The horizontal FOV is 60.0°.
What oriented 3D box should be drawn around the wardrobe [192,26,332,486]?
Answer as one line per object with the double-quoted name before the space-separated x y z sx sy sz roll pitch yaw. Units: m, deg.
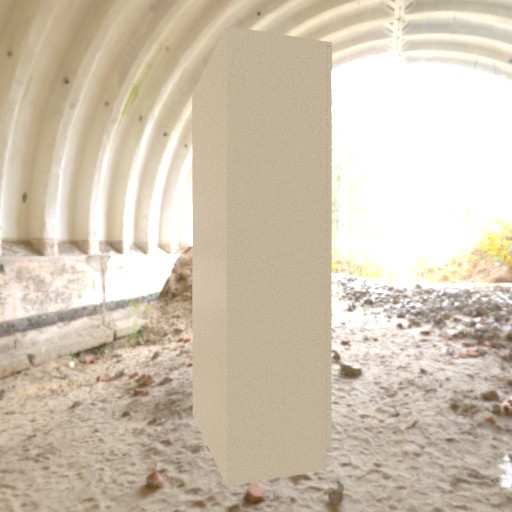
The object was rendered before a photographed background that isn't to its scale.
"wardrobe" 0.000 0.000 2.068 0.470 1.700 0.760 0 1 -18
